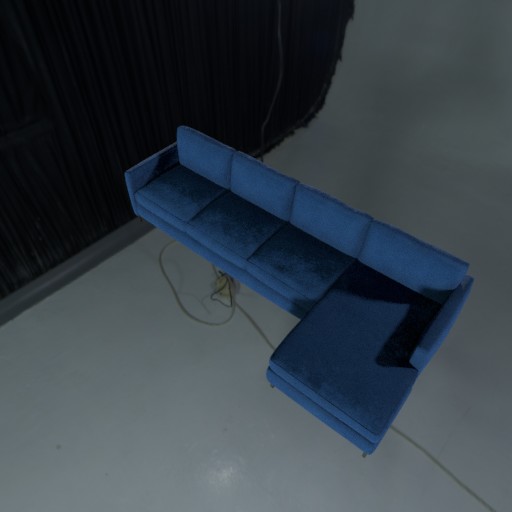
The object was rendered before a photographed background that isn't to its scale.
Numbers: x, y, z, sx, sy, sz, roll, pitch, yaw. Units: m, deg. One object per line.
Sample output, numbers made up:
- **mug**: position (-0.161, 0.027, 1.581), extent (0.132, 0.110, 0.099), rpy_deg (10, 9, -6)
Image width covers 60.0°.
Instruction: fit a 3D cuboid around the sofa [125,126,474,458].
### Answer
- **sofa**: position (0.000, 0.000, 3.505), extent (2.932, 0.810, 1.350), rpy_deg (31, 54, 26)
